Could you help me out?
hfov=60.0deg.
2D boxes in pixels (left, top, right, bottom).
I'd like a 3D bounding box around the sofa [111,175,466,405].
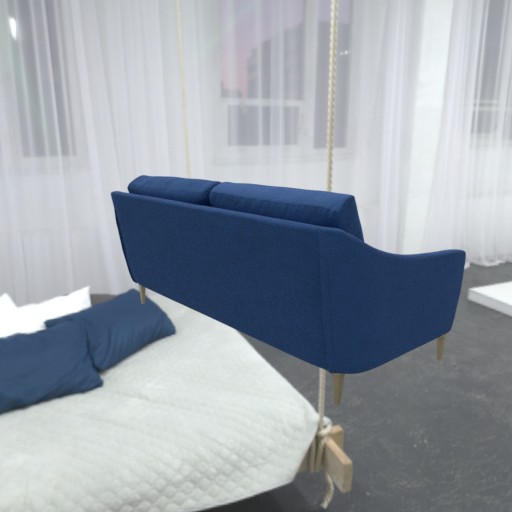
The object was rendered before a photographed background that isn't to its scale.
[{"bbox_3d":[0.000,0.000,2.606,0.960,0.903,2.036,-13,19,-41],"label":"sofa"}]
